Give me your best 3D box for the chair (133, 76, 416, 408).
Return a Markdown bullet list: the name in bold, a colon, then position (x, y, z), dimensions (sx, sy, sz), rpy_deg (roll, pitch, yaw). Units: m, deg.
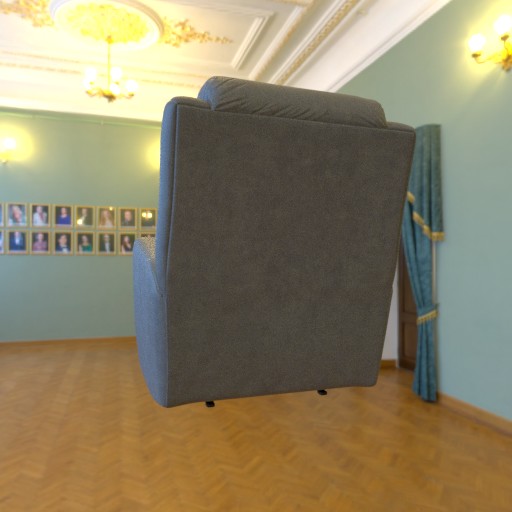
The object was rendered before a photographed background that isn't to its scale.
- **chair**: position (0.000, 0.000, 1.890), dimensions (0.967, 1.116, 1.068), rpy_deg (0, -1, -19)
